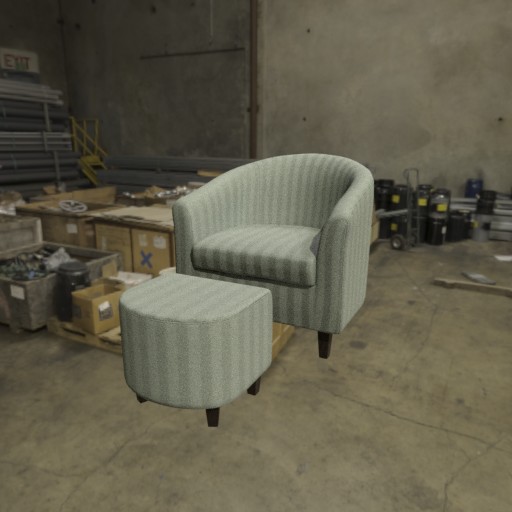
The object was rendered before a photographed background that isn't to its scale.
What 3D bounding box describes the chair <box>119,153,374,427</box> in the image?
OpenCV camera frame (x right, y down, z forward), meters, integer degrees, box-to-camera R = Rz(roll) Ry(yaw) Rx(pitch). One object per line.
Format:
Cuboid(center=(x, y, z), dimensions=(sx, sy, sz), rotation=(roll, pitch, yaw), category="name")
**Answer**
Cuboid(center=(0.000, 0.000, 1.755), dimensions=(0.756, 0.757, 1.288), rotation=(8, 17, 26), category="chair")
